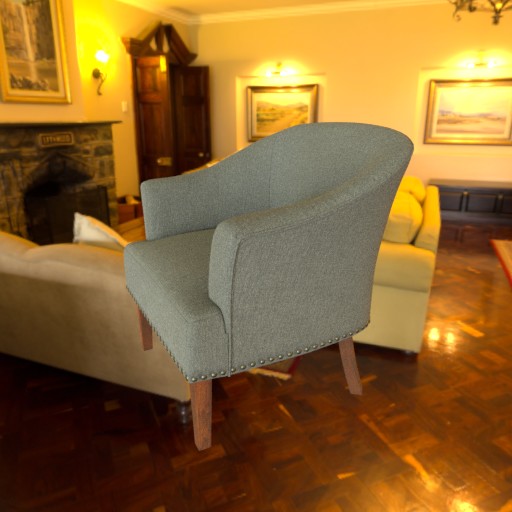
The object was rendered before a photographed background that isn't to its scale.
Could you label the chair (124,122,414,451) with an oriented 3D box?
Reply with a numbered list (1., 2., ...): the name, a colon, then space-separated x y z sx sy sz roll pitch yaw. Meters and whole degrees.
1. chair: 0.000 0.000 1.415 0.704 0.815 0.798 -9 20 -26
